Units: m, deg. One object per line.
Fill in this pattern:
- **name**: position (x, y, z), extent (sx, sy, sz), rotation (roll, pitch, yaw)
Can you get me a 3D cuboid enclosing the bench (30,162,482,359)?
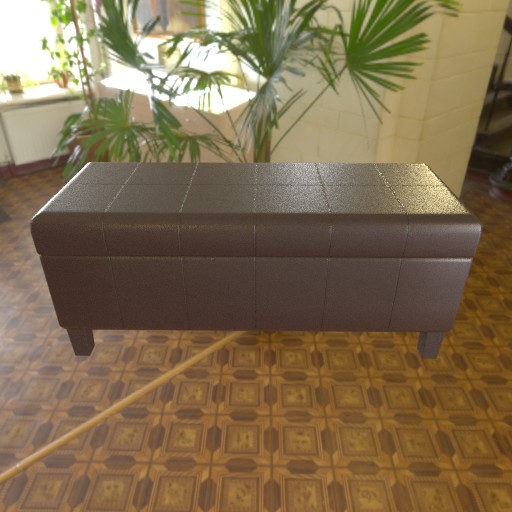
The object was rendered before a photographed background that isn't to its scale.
- **bench**: position (0.000, 0.000, 1.340), extent (1.092, 0.457, 0.429), rotation (0, 31, 1)
